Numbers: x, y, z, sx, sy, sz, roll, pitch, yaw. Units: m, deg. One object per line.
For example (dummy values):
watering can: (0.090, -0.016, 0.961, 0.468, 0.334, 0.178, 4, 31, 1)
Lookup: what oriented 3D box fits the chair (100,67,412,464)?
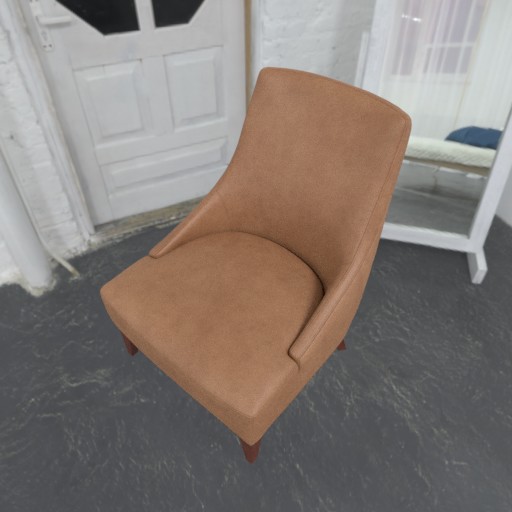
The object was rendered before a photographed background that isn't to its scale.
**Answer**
chair: (0.000, 0.000, 1.479, 0.701, 0.909, 0.861, 32, 53, 27)
